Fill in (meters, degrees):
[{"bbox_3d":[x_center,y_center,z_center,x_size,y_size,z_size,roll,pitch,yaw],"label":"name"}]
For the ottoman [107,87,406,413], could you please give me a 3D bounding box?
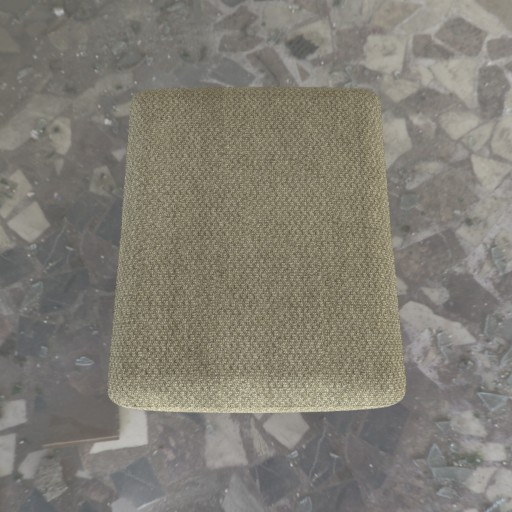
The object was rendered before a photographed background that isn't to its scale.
[{"bbox_3d":[0.000,0.000,1.123,0.603,0.476,0.751,0,74,0],"label":"ottoman"}]
